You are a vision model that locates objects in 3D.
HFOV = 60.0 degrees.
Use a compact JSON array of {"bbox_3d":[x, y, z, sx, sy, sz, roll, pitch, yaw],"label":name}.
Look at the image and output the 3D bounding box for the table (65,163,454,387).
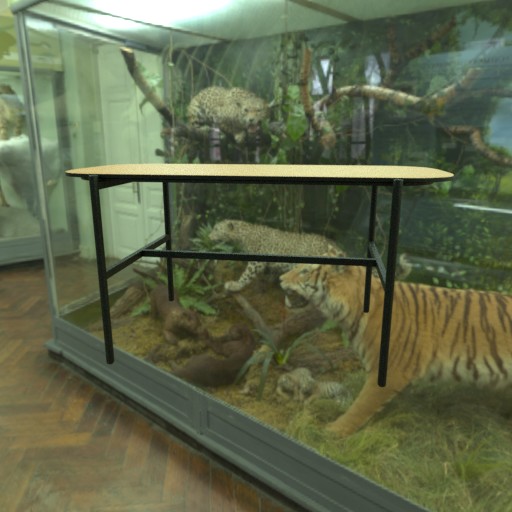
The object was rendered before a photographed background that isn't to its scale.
[{"bbox_3d":[0.000,0.000,1.039,0.800,0.400,0.400,2,15,9],"label":"table"}]
